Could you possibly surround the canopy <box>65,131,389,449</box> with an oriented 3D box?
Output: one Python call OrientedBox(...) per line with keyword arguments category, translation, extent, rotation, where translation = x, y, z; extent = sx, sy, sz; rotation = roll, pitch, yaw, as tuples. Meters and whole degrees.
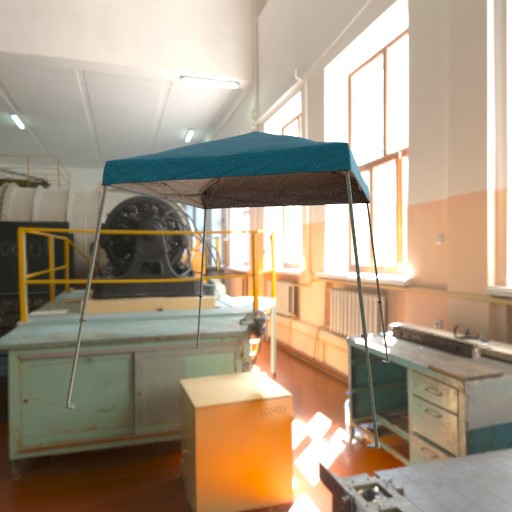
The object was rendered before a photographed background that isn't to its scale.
OrientedBox(category="canopy", translation=(0.000, 0.000, 5.071), extent=(2.848, 2.849, 2.849), rotation=(0, 0, 18))
